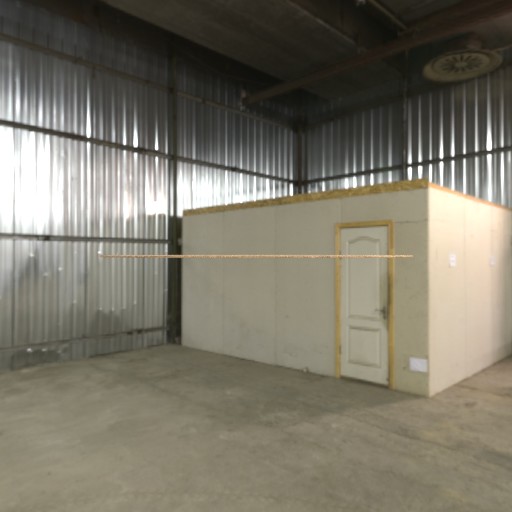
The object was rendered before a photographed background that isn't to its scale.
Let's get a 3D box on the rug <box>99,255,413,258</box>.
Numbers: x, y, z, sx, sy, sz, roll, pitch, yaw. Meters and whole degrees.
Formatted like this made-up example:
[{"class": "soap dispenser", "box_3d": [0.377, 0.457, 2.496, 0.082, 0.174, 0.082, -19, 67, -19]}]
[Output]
[{"class": "rug", "box_3d": [0.000, 0.000, 3.667, 2.444, 0.015, 2.444, 0, 0, 0]}]
